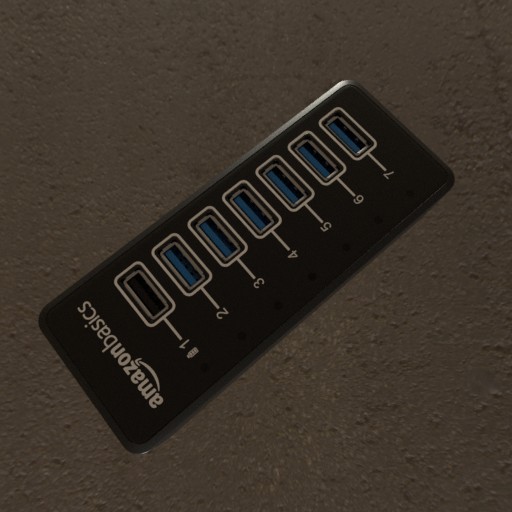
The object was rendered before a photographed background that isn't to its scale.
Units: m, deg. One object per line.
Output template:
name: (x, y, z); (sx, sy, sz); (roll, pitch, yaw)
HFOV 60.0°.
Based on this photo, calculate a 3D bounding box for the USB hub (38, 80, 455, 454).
USB hub: (0.000, 0.000, 0.126); (0.110, 0.023, 0.044); (-39, 78, -10)
